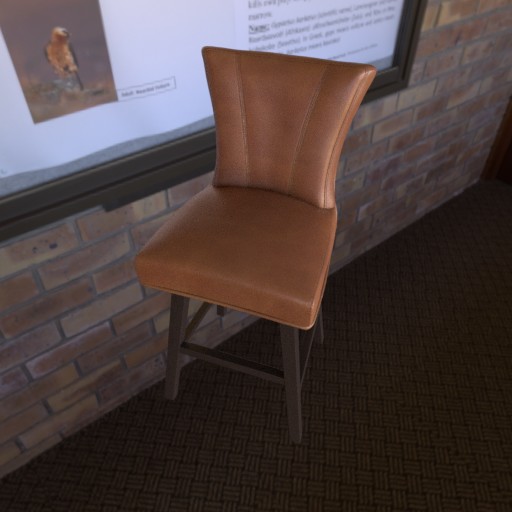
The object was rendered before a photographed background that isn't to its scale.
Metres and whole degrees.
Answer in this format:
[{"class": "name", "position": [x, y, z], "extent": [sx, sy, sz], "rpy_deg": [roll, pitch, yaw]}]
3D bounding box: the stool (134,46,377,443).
[{"class": "stool", "position": [0.000, 0.000, 1.420], "extent": [0.522, 1.094, 0.585], "rpy_deg": [13, 43, 14]}]
